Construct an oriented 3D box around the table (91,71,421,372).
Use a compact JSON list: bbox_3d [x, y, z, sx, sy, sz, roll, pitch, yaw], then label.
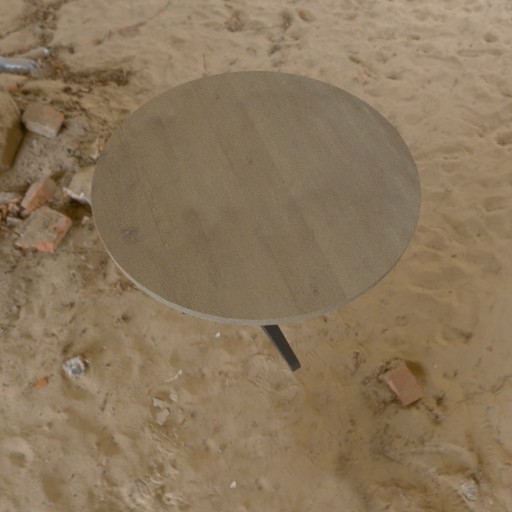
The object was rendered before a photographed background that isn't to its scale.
[{"bbox_3d":[0.000,0.000,1.422,0.800,0.780,0.800,0,58,0],"label":"table"}]
